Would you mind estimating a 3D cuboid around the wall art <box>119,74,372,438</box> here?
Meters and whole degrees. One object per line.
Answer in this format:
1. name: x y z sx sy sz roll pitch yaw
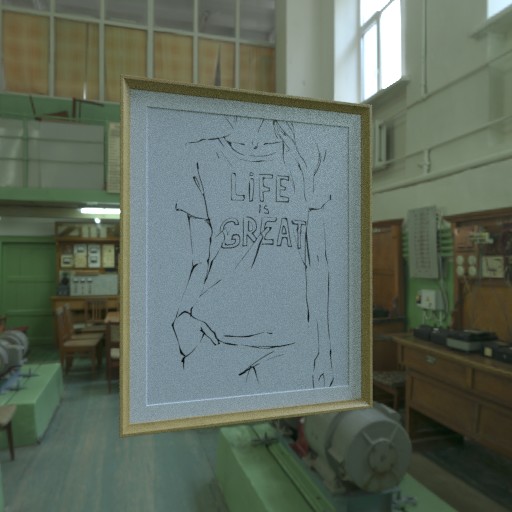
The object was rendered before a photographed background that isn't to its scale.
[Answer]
1. wall art: 0.000 0.000 1.358 0.798 1.002 0.030 0 0 -18
